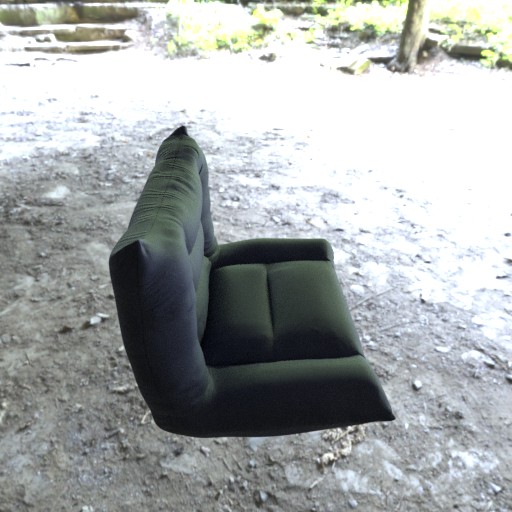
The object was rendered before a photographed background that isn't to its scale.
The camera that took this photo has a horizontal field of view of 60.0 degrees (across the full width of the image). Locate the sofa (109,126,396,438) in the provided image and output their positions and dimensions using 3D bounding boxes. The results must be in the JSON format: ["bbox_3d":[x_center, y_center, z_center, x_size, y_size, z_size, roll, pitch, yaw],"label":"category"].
[{"bbox_3d":[0.000,0.000,1.727,0.849,0.778,1.122,-1,32,-2],"label":"sofa"}]
